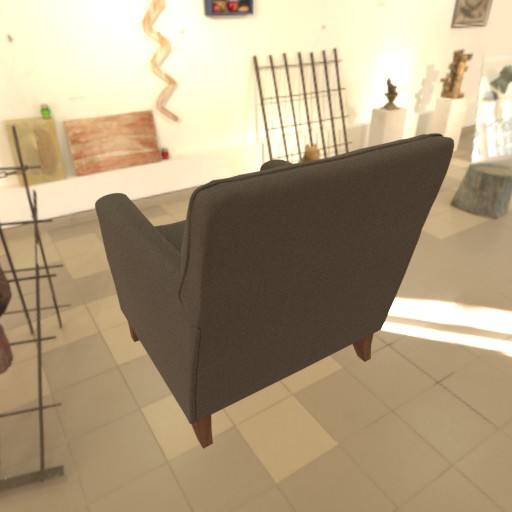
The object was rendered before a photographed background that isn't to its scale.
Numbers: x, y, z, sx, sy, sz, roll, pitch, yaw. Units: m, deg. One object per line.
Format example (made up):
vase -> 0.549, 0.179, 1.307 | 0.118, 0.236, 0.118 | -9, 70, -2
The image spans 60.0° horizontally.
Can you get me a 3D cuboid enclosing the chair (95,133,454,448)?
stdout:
chair -> 0.000, 0.000, 1.540 | 0.836, 0.911, 0.831 | -18, 35, -28
